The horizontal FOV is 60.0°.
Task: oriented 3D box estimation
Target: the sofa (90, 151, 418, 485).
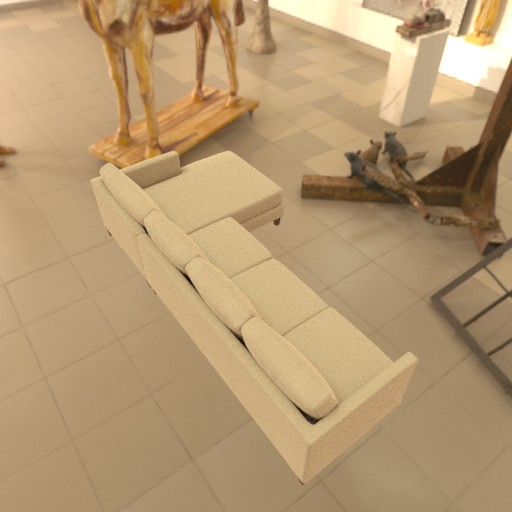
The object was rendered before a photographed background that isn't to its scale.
[{"bbox_3d":[0.000,0.000,3.838,1.625,0.861,3.186,-27,50,-25],"label":"sofa"}]
